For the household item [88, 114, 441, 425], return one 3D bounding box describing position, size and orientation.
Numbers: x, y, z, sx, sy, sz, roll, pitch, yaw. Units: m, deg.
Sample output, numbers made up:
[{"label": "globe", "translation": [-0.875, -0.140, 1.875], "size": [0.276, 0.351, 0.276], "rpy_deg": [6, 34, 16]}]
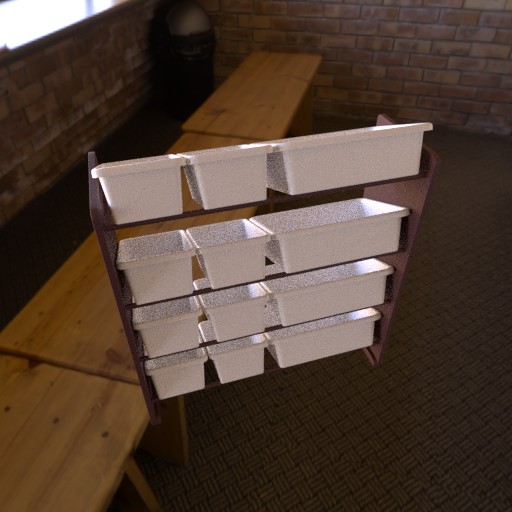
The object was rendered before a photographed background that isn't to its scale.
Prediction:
[{"label": "household item", "translation": [0.000, 0.000, 1.310], "size": [0.787, 0.864, 0.389], "rpy_deg": [-11, 41, -13]}]
